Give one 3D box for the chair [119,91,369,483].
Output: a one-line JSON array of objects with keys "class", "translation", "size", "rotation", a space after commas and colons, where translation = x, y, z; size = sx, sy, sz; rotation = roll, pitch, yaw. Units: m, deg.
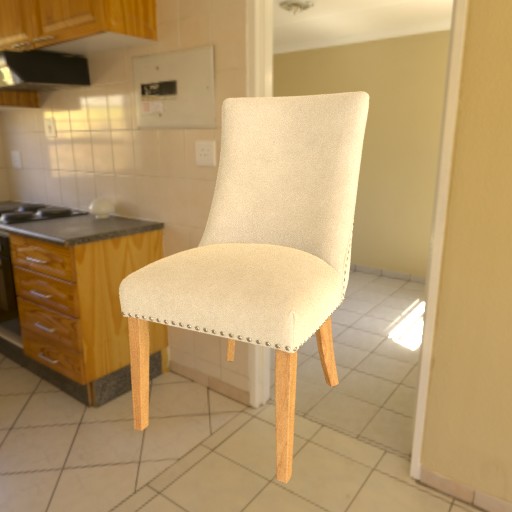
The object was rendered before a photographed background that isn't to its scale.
[{"class": "chair", "translation": [0.000, 0.000, 1.250], "size": [0.495, 0.902, 0.610], "rotation": [7, 16, 26]}]
